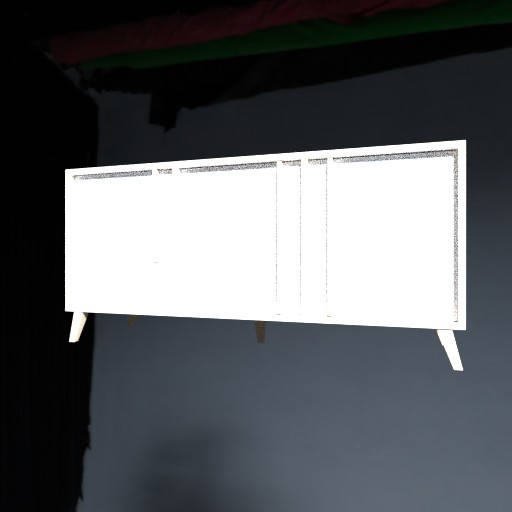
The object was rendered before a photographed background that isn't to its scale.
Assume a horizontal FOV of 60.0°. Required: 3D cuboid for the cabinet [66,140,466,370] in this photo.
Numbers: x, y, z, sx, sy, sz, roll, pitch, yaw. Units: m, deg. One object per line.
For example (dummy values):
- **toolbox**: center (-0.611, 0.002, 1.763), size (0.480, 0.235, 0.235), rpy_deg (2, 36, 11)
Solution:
- **cabinet**: center (0.000, 0.000, 1.987), size (1.649, 0.780, 0.500), rpy_deg (0, 0, 18)
